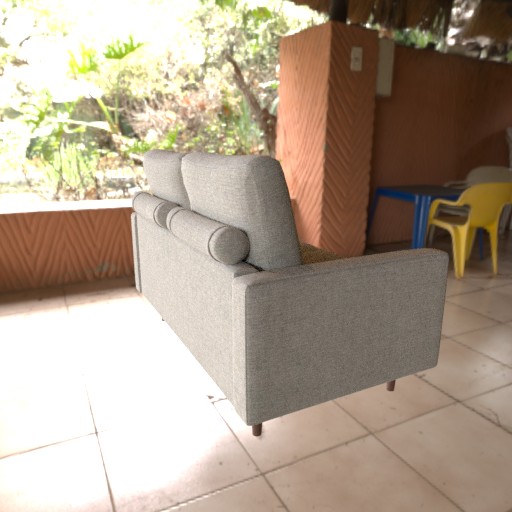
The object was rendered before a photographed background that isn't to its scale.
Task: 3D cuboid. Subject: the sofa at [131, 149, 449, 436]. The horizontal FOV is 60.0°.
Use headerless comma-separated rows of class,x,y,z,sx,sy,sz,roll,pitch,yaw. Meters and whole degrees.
sofa,0.000,0.000,1.963,0.842,0.907,1.407,-7,16,-26
